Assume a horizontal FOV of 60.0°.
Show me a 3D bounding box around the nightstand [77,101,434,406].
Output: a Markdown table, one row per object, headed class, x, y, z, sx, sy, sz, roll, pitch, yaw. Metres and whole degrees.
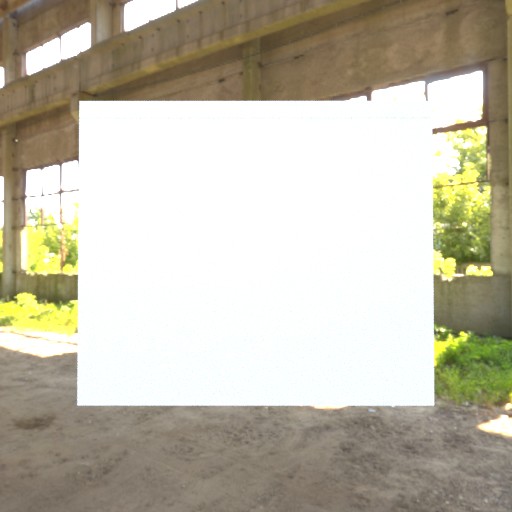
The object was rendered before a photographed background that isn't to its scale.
| class | x | y | z | sx | sy | sz | roll | pitch | yaw |
| --- | --- | --- | --- | --- | --- | --- | --- | --- | --- |
| nightstand | 0.000 | 0.000 | 0.744 | 0.408 | 0.351 | 0.470 | 0 | -1 | 0 |
